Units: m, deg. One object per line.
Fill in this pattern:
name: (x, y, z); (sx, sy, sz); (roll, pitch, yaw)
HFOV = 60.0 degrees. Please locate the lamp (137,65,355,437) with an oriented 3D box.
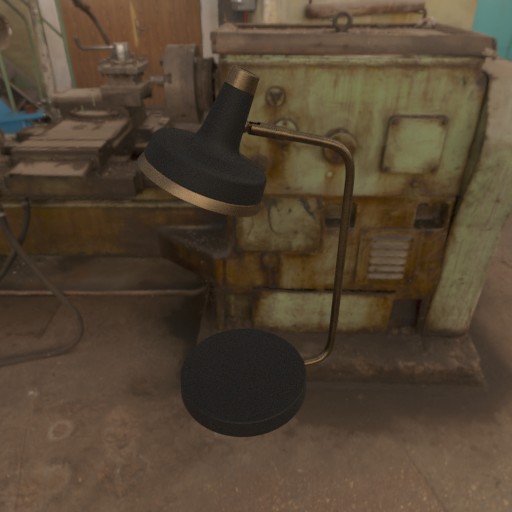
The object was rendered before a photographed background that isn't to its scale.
lamp: (0.000, 0.000, 0.478); (0.218, 0.385, 0.162); (-9, 33, -14)
